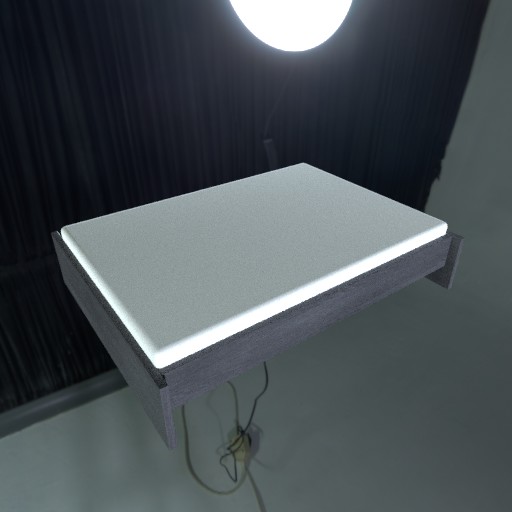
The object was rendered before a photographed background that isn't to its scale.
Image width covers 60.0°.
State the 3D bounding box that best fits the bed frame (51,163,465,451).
[{"bbox_3d":[0.000,0.000,2.700,1.950,0.432,1.490,-21,37,-30],"label":"bed frame"}]
